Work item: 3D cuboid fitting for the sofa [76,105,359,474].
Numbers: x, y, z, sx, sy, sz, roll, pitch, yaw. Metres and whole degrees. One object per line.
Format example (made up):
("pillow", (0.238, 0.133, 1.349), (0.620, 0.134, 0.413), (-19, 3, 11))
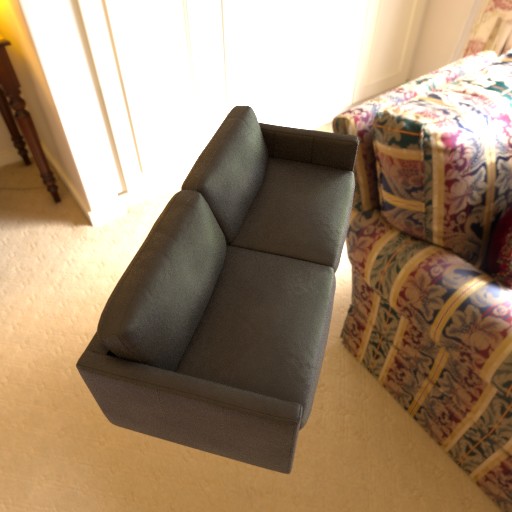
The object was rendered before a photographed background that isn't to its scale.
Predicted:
("sofa", (0.000, 0.000, 2.447), (0.933, 0.863, 1.971), (11, 47, 11))
